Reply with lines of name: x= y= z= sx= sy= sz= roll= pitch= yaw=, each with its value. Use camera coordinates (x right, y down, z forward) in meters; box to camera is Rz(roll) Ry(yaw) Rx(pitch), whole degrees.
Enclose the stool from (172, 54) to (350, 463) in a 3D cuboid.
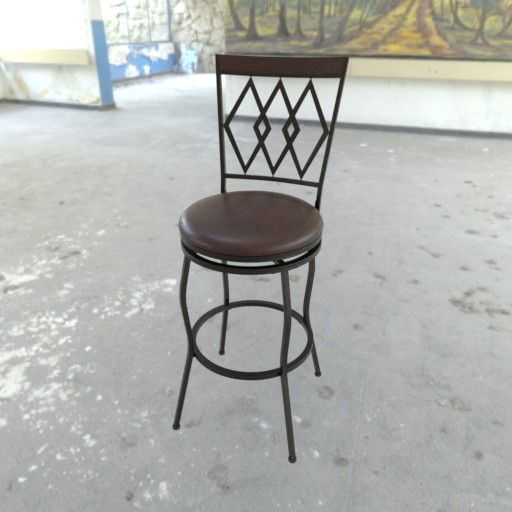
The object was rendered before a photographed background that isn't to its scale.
stool: x=0.000 y=0.000 z=1.397 sx=0.432 sy=1.134 sz=0.521 roll=9 pitch=29 yaw=16
